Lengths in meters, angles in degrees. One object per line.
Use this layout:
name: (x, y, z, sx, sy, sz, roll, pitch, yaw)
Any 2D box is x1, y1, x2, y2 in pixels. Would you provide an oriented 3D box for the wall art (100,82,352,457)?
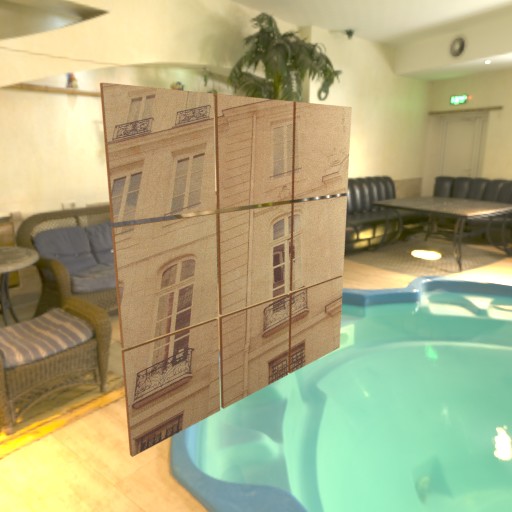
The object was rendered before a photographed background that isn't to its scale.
wall art: (0.000, 0.000, 1.354, 0.915, 0.913, 0.018, -13, 19, -43)
